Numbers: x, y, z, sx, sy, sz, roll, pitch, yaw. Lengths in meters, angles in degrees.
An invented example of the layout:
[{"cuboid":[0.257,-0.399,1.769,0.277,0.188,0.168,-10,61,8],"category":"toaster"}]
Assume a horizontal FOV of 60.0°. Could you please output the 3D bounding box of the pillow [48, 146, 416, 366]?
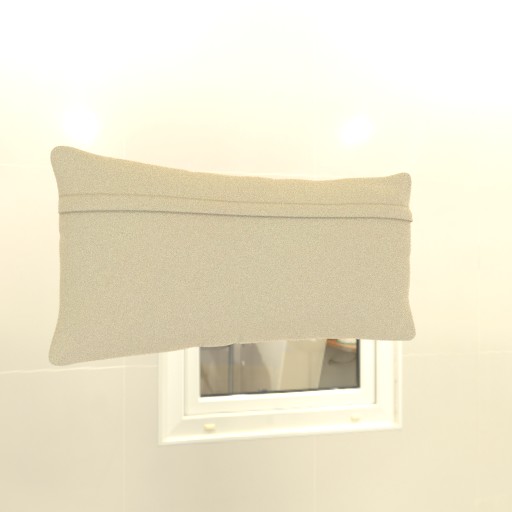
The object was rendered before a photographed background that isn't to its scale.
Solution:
[{"cuboid":[0.000,0.000,0.709,0.604,0.307,0.148,0,0,-18],"category":"pillow"}]
